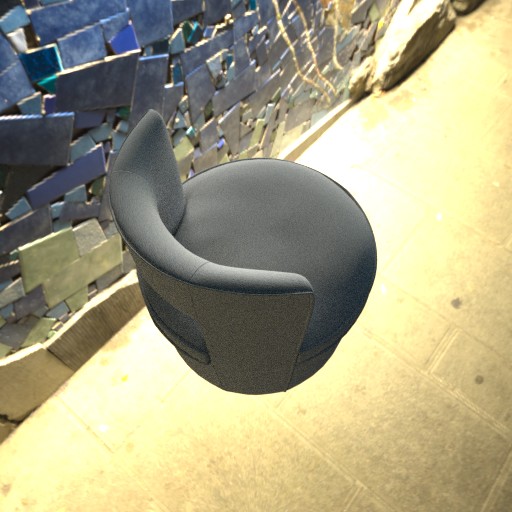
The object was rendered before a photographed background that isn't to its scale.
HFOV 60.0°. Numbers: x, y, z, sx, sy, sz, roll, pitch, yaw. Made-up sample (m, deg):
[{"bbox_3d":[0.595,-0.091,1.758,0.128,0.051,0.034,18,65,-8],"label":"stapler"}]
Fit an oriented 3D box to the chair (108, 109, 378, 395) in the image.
[{"bbox_3d":[0.000,0.000,1.252,0.665,0.723,0.650,-31,63,-18],"label":"chair"}]
